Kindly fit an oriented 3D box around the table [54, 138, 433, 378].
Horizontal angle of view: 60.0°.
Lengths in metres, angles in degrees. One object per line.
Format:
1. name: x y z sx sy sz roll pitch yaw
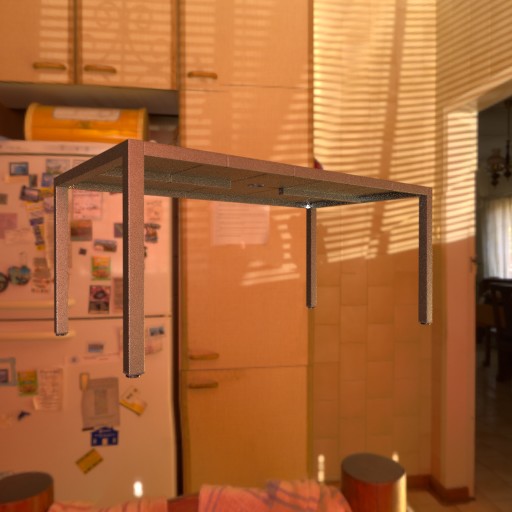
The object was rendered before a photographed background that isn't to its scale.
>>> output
1. table: 0.000 0.000 2.219 1.680 0.735 0.914 0 1 -38
